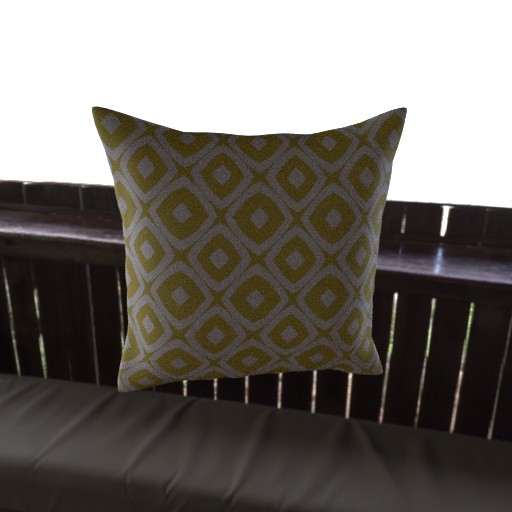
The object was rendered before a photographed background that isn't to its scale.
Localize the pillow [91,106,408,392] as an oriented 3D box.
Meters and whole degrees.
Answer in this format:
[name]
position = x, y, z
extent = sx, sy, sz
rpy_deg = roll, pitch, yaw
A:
[pillow]
position = 0.000, 0.000, 0.768
extent = 0.504, 0.494, 0.188
rpy_deg = -2, 16, -7
